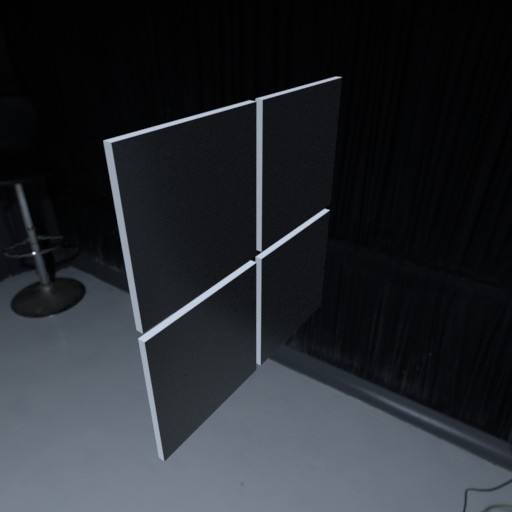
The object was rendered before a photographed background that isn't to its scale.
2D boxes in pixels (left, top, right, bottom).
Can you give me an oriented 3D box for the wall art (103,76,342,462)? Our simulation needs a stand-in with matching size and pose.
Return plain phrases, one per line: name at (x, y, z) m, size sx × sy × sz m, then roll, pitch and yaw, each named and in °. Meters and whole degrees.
wall art at (0.000, 0.000, 1.654) m, size 0.029 × 1.118 × 1.118 m, roll 20°, pitch 36°, yaw 31°
